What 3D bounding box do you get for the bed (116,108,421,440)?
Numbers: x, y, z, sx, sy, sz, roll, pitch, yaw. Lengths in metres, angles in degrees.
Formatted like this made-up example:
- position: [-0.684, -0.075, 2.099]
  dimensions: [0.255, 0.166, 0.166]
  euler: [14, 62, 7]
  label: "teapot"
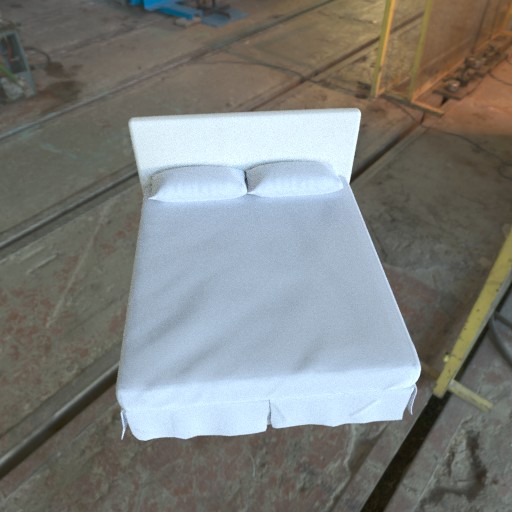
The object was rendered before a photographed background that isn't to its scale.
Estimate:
- position: [0.000, 0.000, 3.548]
  dimensions: [2.119, 1.317, 2.341]
  euler: [-4, 45, -4]
  label: "bed"
